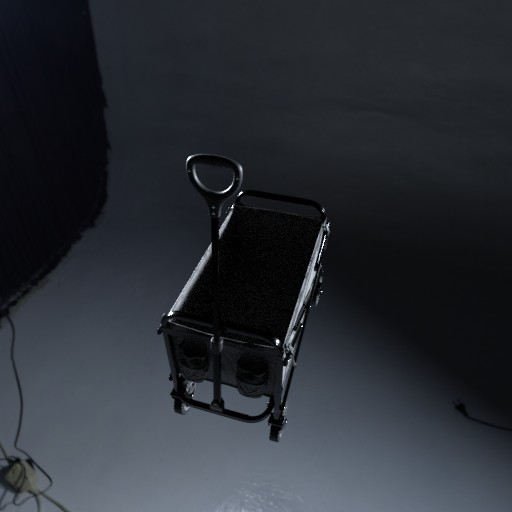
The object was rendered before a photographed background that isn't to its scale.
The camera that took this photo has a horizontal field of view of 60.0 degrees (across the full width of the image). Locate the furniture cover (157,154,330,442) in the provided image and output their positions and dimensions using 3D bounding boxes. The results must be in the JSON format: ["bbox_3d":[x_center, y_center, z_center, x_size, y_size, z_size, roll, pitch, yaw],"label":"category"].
[{"bbox_3d":[0.000,0.000,1.828,0.532,1.295,1.038,11,42,13],"label":"furniture cover"}]
